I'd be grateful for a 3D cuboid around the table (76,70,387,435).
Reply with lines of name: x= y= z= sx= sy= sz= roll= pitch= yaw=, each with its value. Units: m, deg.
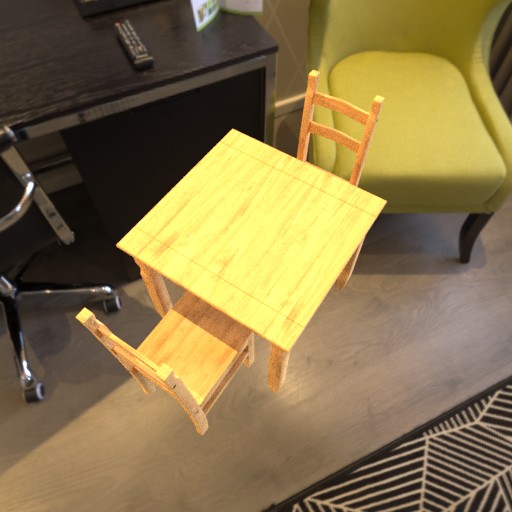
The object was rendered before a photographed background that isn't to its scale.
table: x=0.000 y=0.000 z=2.067 sx=0.813 sy=0.942 sz=1.501 roll=29 pitch=62 yaw=17
